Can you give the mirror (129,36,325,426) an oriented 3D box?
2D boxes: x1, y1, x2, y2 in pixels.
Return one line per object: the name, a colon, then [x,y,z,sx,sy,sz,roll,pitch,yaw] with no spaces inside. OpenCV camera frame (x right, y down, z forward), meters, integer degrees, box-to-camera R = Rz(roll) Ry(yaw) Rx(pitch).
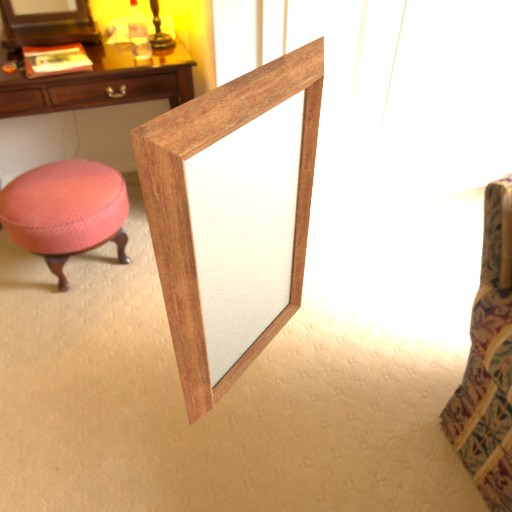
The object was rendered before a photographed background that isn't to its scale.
mirror: [0.000,0.000,1.259,0.047,1.010,0.651,26,48,26]
